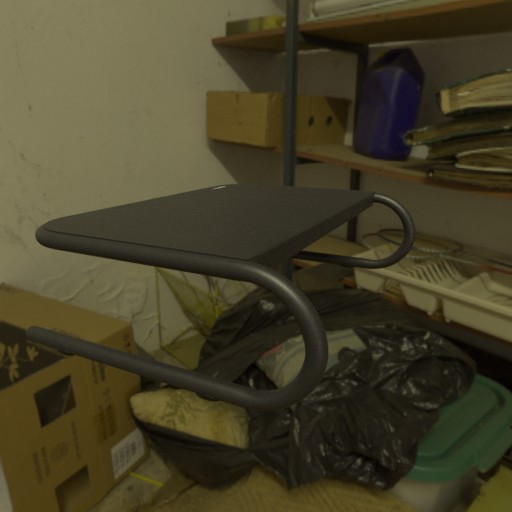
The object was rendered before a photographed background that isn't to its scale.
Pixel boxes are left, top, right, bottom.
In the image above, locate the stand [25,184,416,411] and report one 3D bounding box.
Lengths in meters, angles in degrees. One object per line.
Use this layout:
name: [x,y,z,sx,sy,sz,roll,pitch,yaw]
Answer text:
stand: [0.000,0.000,0.481,0.280,0.108,0.370,8,18,26]
